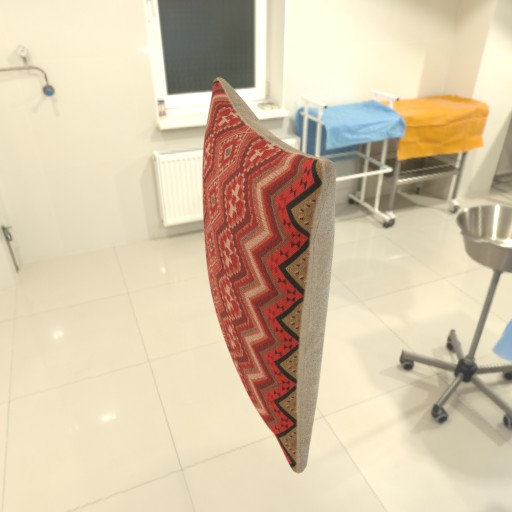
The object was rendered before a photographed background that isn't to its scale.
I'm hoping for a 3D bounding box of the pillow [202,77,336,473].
[{"bbox_3d":[0.000,0.000,0.768,0.158,0.511,0.513,-9,32,-14],"label":"pillow"}]
